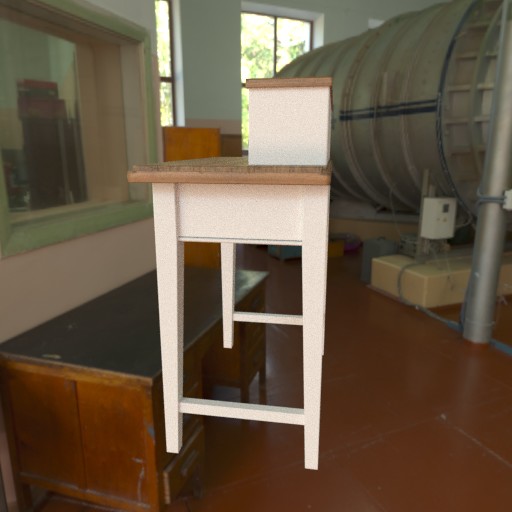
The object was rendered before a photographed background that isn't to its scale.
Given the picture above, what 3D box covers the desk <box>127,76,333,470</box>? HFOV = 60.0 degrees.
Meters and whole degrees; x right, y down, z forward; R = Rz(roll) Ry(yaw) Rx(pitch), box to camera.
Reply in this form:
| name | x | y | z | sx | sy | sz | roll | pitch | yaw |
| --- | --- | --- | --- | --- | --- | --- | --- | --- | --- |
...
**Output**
| name | x | y | z | sx | sy | sz | roll | pitch | yaw |
| --- | --- | --- | --- | --- | --- | --- | --- | --- | --- |
| desk | 0.000 | 0.000 | 1.439 | 0.462 | 0.981 | 0.814 | 2 | 14 | 9 |
